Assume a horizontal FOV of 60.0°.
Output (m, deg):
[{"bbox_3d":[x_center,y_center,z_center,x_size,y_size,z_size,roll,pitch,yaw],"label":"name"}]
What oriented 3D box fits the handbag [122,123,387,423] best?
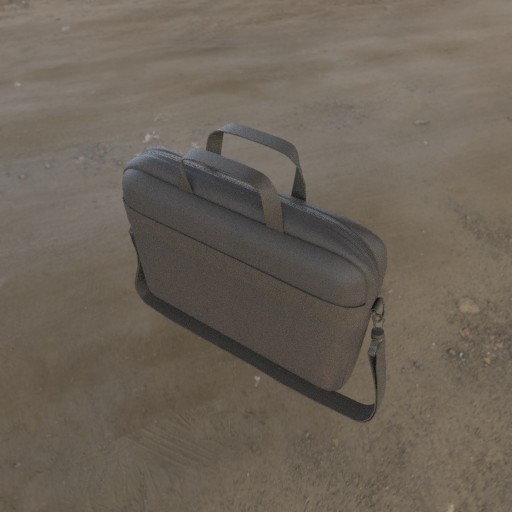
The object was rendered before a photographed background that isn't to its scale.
[{"bbox_3d":[0.000,0.000,0.584,0.429,0.330,0.126,25,51,22],"label":"handbag"}]
